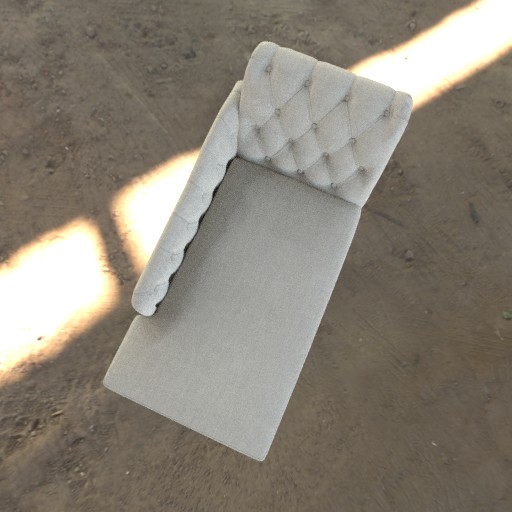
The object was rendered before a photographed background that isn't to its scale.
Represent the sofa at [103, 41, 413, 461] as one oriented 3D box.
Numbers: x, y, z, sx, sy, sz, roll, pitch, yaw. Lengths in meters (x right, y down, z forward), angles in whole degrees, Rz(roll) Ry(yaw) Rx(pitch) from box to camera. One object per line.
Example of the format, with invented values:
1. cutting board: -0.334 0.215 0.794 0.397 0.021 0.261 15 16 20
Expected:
1. sofa: 0.000 0.000 1.767 0.675 0.787 1.379 23 76 6
